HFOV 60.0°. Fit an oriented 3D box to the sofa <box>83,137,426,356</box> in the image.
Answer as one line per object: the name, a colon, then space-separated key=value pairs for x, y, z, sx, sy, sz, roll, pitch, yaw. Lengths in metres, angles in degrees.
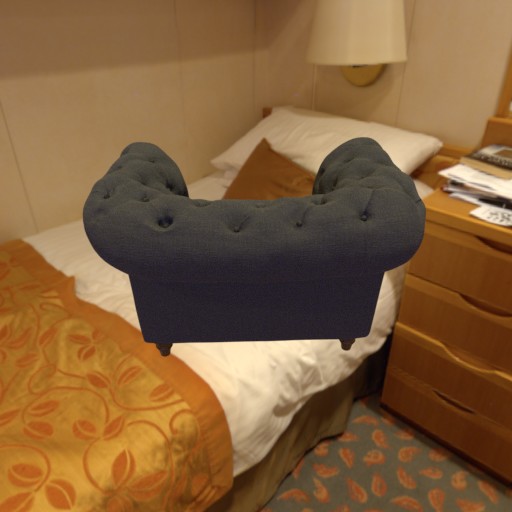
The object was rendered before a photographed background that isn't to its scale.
sofa: x=0.000 y=0.000 z=2.088 sx=1.405 sy=0.878 sz=1.032 roll=-1 pitch=31 yaw=-2
